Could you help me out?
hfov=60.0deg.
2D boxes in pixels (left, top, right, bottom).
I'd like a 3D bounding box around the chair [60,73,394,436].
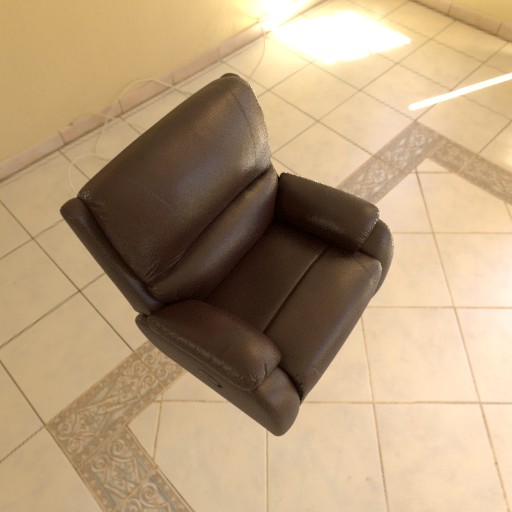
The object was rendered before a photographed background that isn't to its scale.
[{"bbox_3d":[0.000,0.000,1.744,0.899,1.011,0.930,31,62,19],"label":"chair"}]
